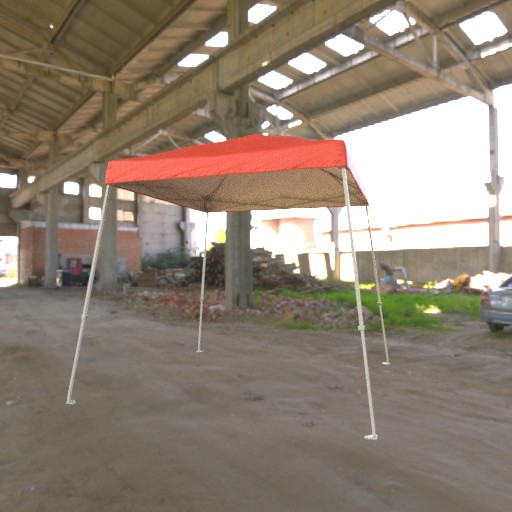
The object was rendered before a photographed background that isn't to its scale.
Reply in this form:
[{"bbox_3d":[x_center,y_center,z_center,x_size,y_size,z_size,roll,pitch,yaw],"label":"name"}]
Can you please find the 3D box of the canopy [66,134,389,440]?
[{"bbox_3d":[0.000,0.000,5.142,2.849,2.850,2.850,-1,-2,19],"label":"canopy"}]
